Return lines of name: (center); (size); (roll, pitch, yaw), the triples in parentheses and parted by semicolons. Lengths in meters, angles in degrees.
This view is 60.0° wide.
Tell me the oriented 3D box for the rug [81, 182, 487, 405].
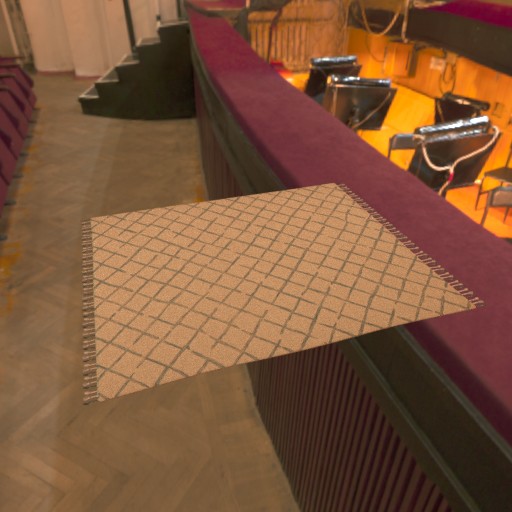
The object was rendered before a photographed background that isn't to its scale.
rug: (0.000, 0.000, 4.770); (3.585, 0.036, 2.892); (-10, 35, -15)
